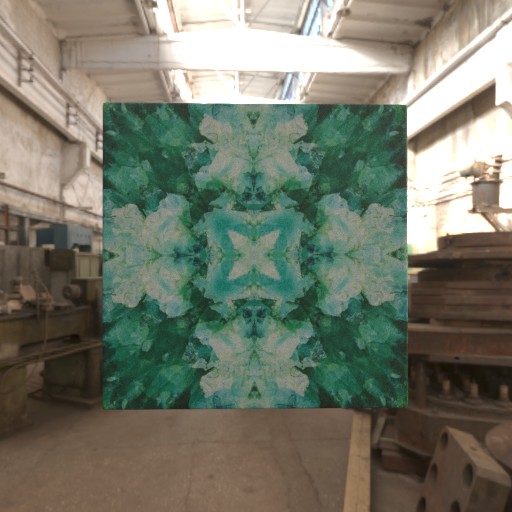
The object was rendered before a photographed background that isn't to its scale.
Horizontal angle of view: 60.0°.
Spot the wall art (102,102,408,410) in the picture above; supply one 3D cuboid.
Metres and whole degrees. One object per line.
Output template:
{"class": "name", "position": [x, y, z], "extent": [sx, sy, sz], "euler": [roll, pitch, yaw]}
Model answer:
{"class": "wall art", "position": [0.000, 0.000, 0.754], "extent": [0.507, 0.508, 0.038], "euler": [0, 0, -1]}
